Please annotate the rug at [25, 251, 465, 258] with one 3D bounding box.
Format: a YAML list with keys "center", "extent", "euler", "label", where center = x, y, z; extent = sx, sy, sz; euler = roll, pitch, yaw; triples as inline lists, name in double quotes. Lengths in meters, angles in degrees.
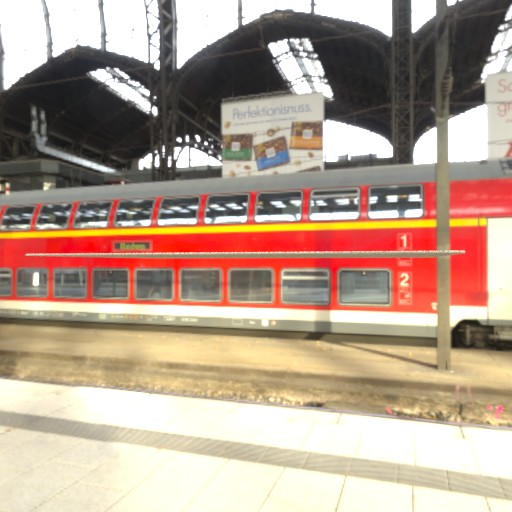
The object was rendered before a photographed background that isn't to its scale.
- center: [0.000, 0.000, 2.262]
  extent: [1.783, 0.008, 1.175]
  euler: [0, -1, 17]
  label: "rug"
